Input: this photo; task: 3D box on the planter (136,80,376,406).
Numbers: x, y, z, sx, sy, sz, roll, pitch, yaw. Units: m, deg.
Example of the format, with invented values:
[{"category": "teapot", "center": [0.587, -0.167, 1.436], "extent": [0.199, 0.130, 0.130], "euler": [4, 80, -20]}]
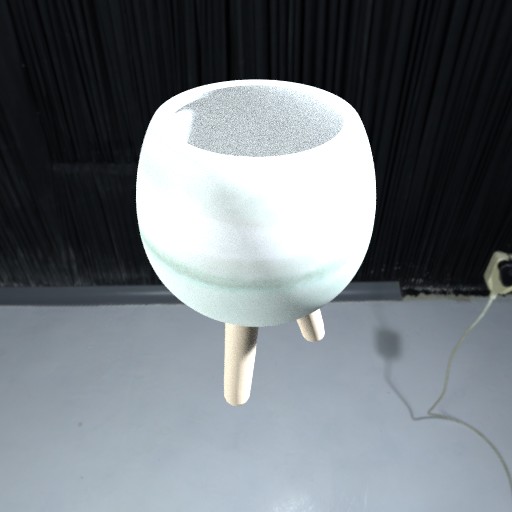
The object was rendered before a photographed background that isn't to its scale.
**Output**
[{"category": "planter", "center": [0.000, 0.000, 0.339], "extent": [0.161, 0.224, 0.161], "euler": [0, 40, 0]}]
